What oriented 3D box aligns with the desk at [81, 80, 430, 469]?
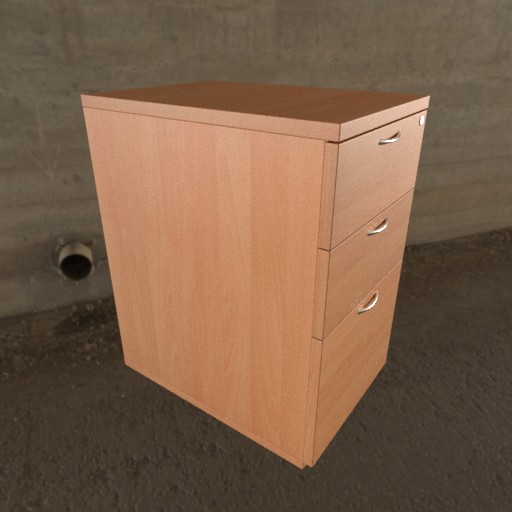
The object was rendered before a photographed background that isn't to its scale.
[{"bbox_3d":[0.000,0.000,1.062,0.600,0.730,0.404,18,31,32],"label":"desk"}]
